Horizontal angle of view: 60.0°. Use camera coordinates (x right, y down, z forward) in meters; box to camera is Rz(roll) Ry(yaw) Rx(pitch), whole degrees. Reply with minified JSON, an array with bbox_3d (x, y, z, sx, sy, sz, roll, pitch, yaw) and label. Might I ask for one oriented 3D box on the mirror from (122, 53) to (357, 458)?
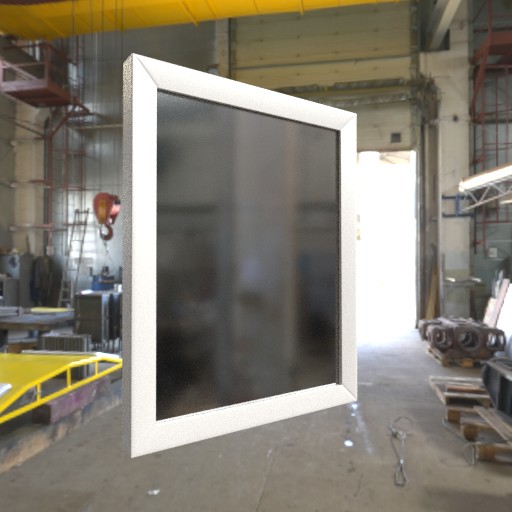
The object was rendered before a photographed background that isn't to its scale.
[{"bbox_3d":[0.000,0.000,0.685,0.405,0.508,0.041,1,-1,-34],"label":"mirror"}]
